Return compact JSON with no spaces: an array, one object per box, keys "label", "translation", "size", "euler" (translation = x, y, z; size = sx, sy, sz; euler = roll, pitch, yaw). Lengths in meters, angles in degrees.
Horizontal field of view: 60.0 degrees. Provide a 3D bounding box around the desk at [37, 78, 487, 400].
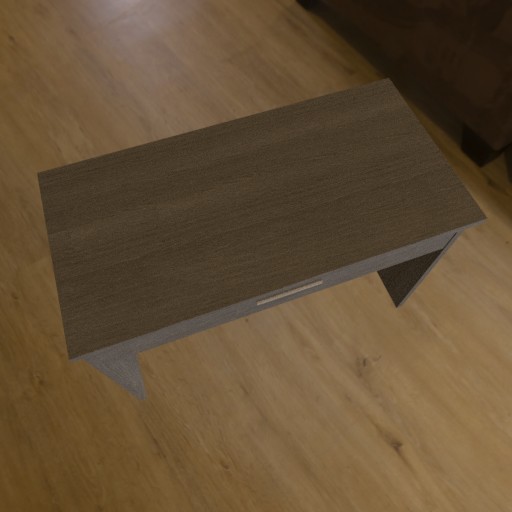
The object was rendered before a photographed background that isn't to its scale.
[{"label":"desk","translation":[0.000,0.000,1.528],"size":[1.099,0.729,0.557],"euler":[-18,64,-9]}]
